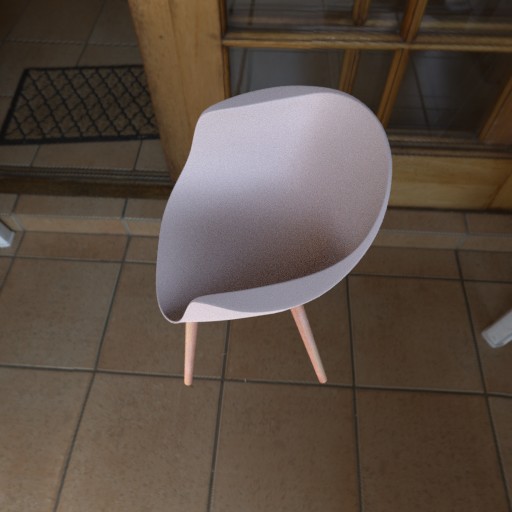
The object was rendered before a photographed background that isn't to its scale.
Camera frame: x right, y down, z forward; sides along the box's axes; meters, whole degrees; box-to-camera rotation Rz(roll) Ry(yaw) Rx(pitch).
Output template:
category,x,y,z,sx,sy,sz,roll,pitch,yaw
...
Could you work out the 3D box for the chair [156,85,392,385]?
category,x,y,z,sx,sy,sz,roll,pitch,yaw
chair,0.000,0.000,1.166,0.504,0.781,0.593,-2,58,-1
